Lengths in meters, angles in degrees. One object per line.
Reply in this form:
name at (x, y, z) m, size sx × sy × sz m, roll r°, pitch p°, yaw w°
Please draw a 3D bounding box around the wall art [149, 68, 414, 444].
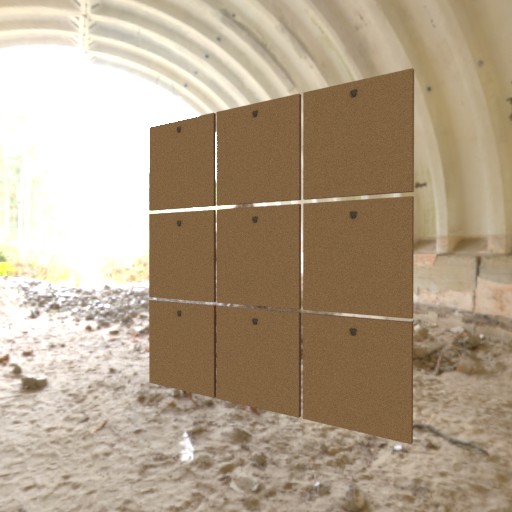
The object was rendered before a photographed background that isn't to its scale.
wall art at (0.000, 0.000, 1.777) m, size 1.221 × 1.218 × 0.024 m, roll 0°, pitch 1°, yaw 34°
